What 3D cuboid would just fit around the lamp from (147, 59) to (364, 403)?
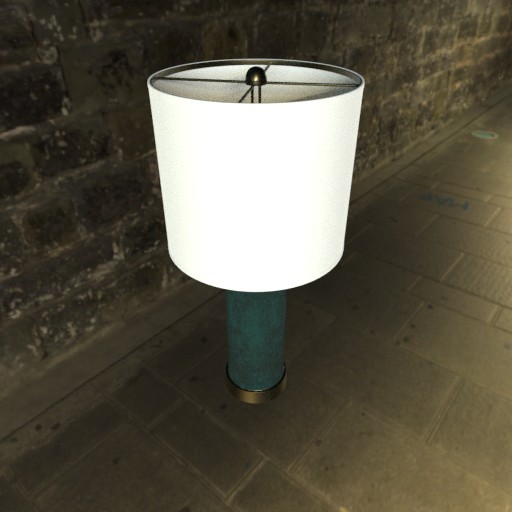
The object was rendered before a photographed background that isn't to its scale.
[{"bbox_3d":[0.000,0.000,0.789,0.301,0.630,0.301,-21,38,-29],"label":"lamp"}]
